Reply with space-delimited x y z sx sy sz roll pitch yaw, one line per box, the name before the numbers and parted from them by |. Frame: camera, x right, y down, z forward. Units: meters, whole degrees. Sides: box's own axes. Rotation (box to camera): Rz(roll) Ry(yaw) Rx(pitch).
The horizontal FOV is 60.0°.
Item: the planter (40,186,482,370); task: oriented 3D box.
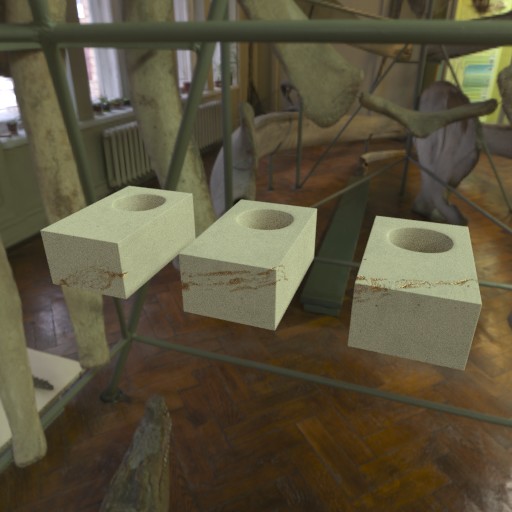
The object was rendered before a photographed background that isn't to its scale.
planter | 0.000 0.000 0.380 0.333 0.051 0.127 9 28 18
